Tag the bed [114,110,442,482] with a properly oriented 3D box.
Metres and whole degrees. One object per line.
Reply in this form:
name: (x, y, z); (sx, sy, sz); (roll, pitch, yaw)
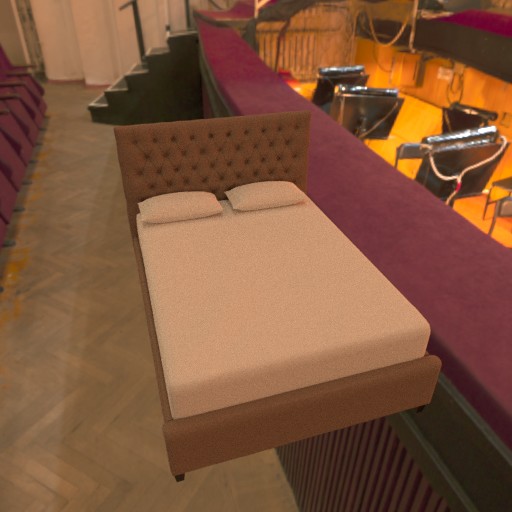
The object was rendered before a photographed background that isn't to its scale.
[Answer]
bed: (0.000, 0.000, 3.213); (1.696, 1.426, 2.233); (-10, 34, -15)
